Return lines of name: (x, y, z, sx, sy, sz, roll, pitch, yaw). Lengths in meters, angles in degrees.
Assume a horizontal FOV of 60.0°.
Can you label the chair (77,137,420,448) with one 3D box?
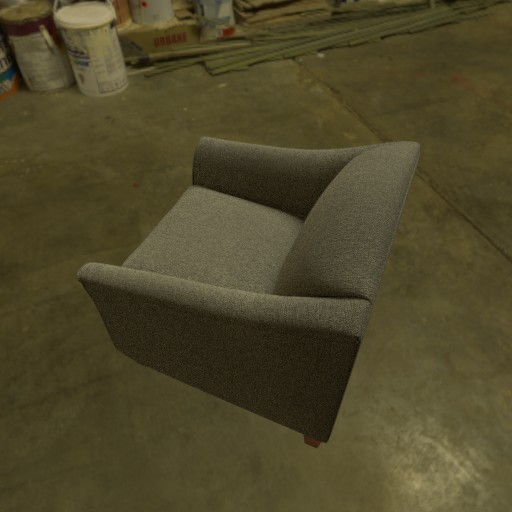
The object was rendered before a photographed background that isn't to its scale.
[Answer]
chair: (0.000, 0.000, 1.439, 0.787, 0.839, 0.763, 18, 50, 16)
